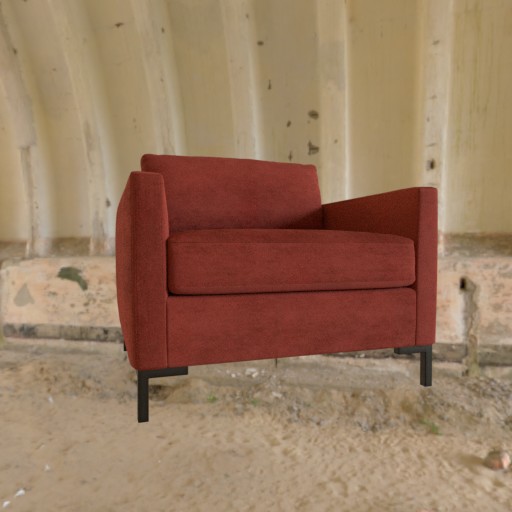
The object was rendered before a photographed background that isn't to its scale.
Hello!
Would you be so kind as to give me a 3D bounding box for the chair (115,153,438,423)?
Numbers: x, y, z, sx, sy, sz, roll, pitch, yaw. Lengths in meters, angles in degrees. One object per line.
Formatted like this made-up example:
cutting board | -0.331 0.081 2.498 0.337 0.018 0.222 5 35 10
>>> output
chair | 0.000 0.000 1.622 0.964 0.812 0.875 0 1 -19
